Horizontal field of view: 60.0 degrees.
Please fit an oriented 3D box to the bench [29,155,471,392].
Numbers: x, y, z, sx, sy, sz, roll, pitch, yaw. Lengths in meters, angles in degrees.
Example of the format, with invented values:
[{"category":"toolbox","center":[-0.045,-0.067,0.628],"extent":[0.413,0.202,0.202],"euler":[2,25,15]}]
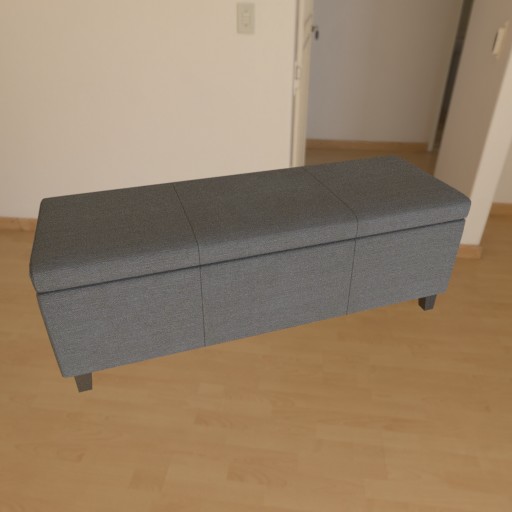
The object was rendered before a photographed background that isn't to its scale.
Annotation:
[{"category":"bench","center":[0.000,0.000,1.459],"extent":[1.269,0.438,0.446],"euler":[-10,33,-15]}]
